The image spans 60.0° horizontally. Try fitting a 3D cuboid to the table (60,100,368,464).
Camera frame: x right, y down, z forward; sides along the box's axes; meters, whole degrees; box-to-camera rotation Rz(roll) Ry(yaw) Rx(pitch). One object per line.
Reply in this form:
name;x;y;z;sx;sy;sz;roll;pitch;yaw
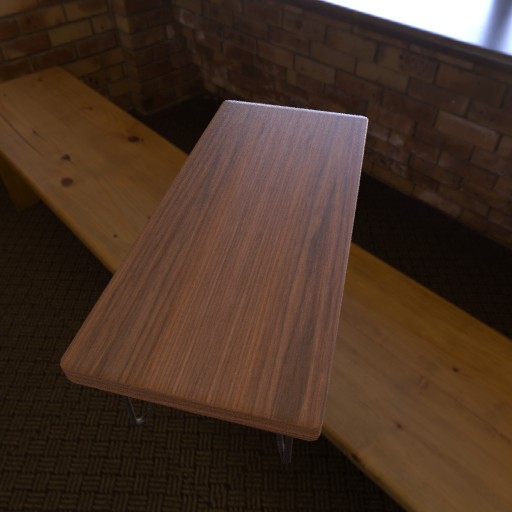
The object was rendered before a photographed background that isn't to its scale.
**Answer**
table;0.000;0.000;1.627;0.637;0.468;1.375;10;47;10
